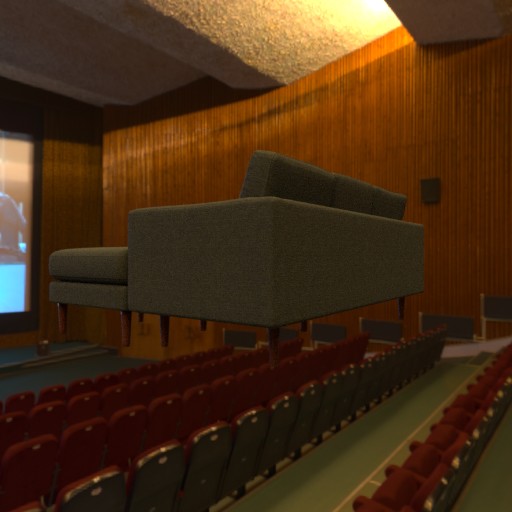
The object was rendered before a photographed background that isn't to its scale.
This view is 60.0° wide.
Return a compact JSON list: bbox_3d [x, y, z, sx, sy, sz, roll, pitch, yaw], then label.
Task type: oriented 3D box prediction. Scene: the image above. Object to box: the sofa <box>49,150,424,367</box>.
[{"bbox_3d":[0.000,0.000,3.020,1.667,0.957,2.055,0,0,36],"label":"sofa"}]
